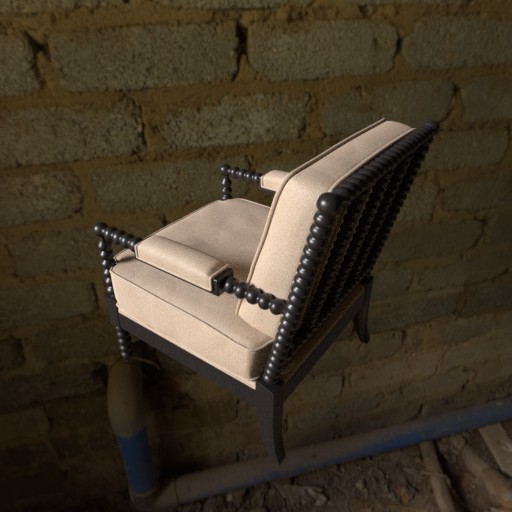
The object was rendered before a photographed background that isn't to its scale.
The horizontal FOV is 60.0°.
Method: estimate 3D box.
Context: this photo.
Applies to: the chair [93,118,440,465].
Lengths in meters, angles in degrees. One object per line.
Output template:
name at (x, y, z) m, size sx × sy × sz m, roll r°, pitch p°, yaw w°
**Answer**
chair at (0.000, 0.000, 1.158) m, size 0.657 × 0.703 × 0.555 m, roll 21°, pitch 38°, yaw 29°
